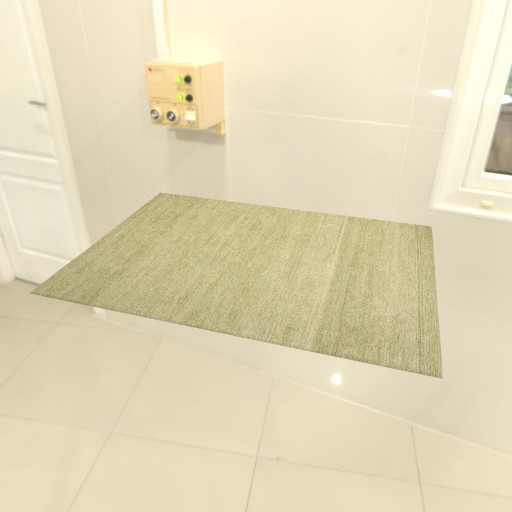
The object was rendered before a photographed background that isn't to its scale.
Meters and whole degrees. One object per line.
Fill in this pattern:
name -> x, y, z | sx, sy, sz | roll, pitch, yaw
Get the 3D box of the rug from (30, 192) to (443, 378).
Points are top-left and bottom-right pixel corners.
rug -> 0.000, 0.000, 2.959 | 2.270, 0.017, 1.606 | 9, 31, 15
